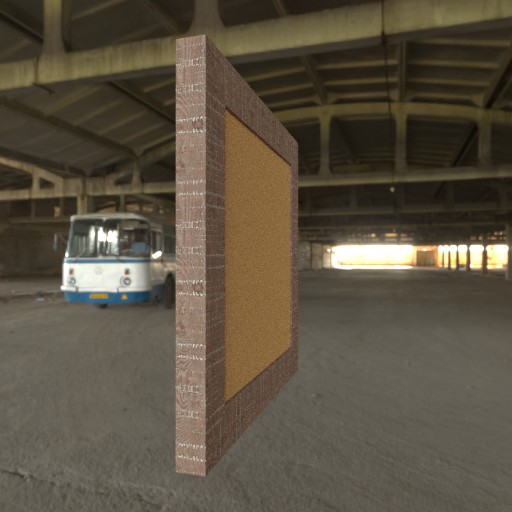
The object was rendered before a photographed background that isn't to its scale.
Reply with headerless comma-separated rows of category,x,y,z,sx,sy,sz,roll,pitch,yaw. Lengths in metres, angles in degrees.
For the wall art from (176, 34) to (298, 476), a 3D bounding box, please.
wall art,0.000,0.000,0.791,0.040,0.531,0.531,0,0,17
